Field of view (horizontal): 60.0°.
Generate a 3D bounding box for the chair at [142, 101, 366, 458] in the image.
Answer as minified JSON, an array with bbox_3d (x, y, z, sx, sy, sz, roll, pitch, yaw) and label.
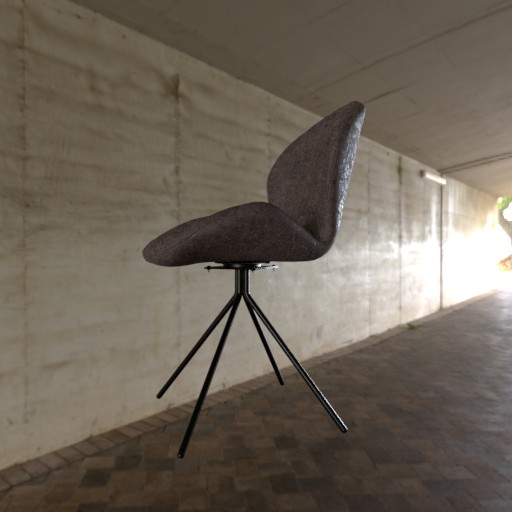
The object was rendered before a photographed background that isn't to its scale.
[{"bbox_3d":[0.000,0.000,1.314,0.640,0.934,0.527,0,1,-19],"label":"chair"}]
